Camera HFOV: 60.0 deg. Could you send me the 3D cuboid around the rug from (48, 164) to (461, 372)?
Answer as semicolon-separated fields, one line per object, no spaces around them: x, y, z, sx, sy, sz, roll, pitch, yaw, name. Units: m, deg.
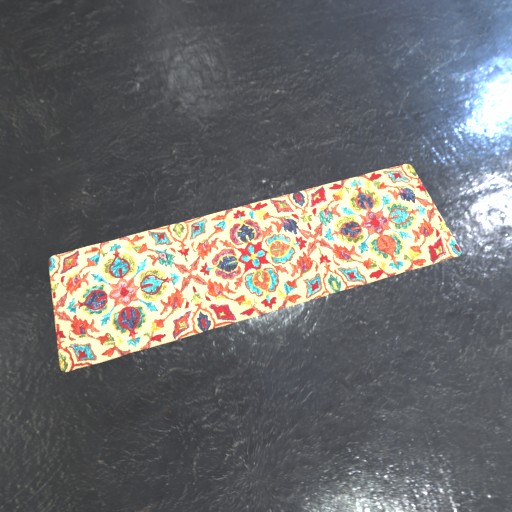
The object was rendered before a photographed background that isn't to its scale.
0.000;0.000;2.534;2.273;0.016;0.693;-15;64;-8;rug
